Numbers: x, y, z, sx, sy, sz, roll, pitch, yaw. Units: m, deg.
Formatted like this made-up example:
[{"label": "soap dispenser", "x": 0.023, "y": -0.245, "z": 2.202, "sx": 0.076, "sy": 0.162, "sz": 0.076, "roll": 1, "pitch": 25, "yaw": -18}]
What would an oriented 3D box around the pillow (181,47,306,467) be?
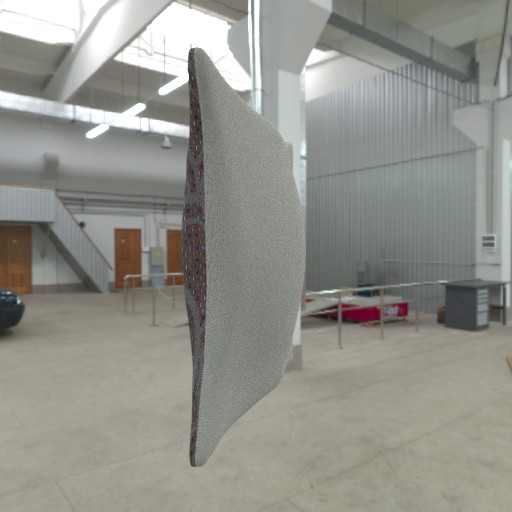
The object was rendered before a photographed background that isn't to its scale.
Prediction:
[{"label": "pillow", "x": 0.000, "y": 0.000, "z": 0.780, "sx": 0.163, "sy": 0.513, "sz": 0.514, "roll": 0, "pitch": 1, "yaw": 17}]
